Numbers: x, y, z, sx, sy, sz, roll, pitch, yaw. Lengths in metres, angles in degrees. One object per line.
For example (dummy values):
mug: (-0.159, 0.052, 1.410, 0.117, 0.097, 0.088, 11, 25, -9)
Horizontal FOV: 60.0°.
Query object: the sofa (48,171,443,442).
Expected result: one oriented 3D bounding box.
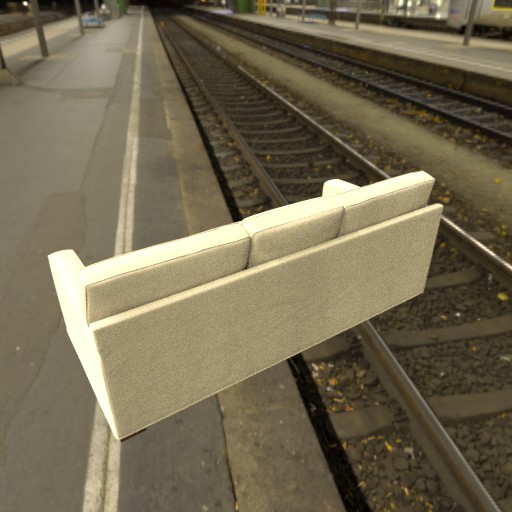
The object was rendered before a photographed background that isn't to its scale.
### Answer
sofa: (0.000, 0.000, 2.599, 2.093, 0.862, 0.936, -19, 35, -28)
